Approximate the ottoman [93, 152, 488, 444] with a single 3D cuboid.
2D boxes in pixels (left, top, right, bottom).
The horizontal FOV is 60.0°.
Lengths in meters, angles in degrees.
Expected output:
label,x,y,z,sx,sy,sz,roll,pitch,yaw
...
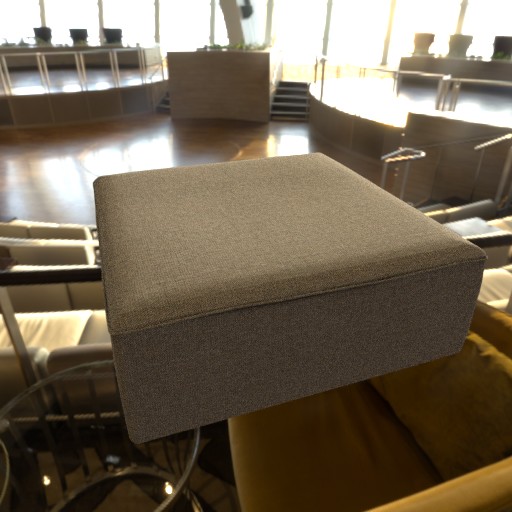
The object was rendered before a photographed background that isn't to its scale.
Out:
label,x,y,z,sx,sy,sz,roll,pitch,yaw
ottoman,0.000,0.000,1.544,1.023,0.423,1.017,-10,31,-17
